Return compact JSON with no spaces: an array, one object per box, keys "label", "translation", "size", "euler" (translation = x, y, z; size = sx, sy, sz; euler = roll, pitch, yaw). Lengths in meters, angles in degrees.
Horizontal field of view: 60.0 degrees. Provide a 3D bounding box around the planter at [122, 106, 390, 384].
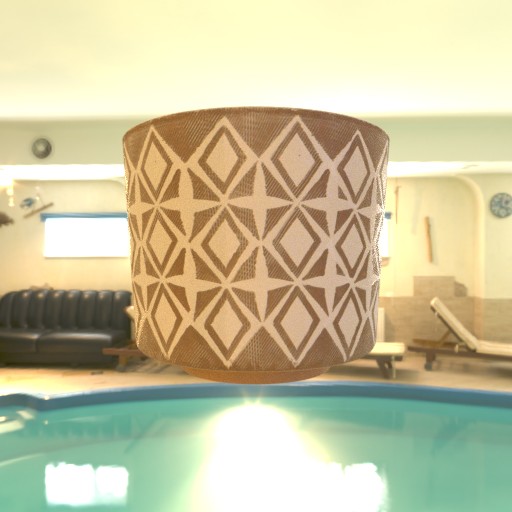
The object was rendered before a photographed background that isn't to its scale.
[{"label":"planter","translation":[0.000,0.000,0.451],"size":[0.260,0.220,0.260],"euler":[0,0,0]}]
